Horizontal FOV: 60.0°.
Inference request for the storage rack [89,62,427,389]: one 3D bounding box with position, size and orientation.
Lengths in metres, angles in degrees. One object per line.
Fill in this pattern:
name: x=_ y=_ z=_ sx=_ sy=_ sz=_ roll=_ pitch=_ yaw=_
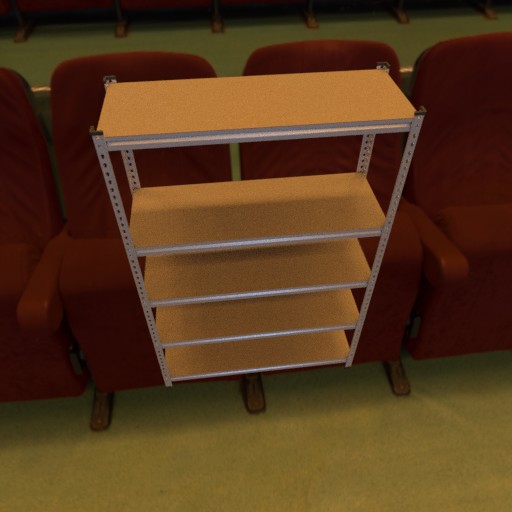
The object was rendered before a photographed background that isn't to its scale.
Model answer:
storage rack: x=0.000 y=0.000 z=2.392 sx=1.219 sy=1.829 sz=0.457 roll=-5 pitch=46 yaw=-5
